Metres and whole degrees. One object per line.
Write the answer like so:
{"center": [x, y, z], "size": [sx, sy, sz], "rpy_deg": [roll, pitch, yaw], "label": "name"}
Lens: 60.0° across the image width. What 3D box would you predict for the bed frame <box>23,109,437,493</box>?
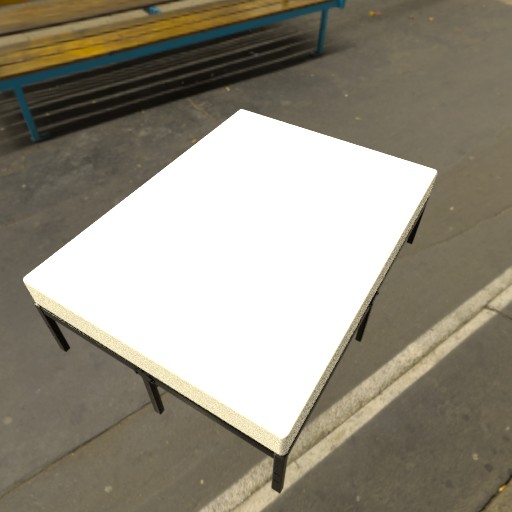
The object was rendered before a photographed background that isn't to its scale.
{"center": [0.000, 0.000, 2.797], "size": [1.557, 0.659, 2.072], "rpy_deg": [24, 51, 21], "label": "bed frame"}
